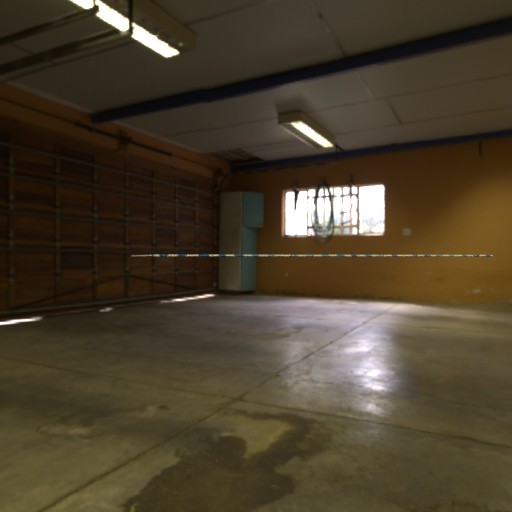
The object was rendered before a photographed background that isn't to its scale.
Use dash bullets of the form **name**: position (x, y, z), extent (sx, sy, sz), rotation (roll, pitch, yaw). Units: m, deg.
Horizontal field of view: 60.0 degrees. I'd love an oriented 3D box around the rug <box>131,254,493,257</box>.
- **rug**: position (0.000, 0.000, 2.973), extent (1.531, 0.008, 2.439), rotation (0, 0, -18)
